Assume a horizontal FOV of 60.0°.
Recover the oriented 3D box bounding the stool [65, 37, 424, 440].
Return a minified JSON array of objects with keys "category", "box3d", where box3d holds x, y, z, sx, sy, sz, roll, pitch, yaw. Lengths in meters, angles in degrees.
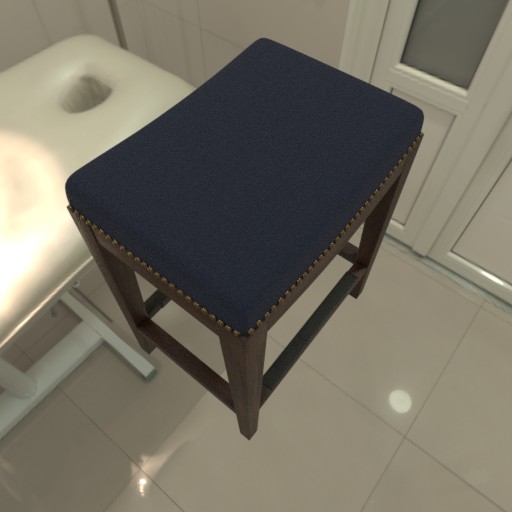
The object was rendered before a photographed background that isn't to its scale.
[{"category":"stool","box3d":[0.000,0.000,0.929,0.361,0.642,0.500,34,63,20]}]
